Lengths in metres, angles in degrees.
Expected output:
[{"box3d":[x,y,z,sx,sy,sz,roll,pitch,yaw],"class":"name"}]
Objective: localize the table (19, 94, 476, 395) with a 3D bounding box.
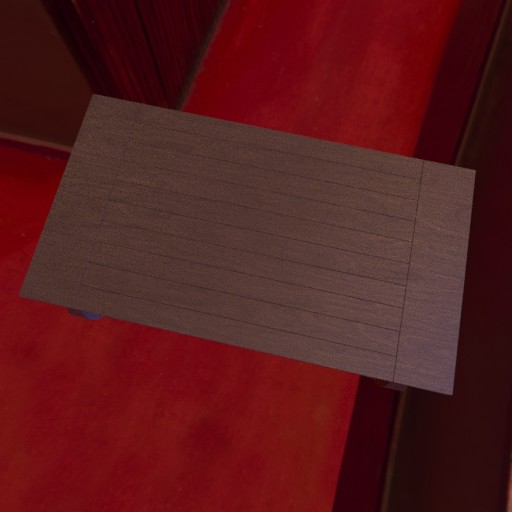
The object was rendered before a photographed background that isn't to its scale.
[{"box3d":[0.000,0.000,1.369,1.062,0.494,0.600,12,75,3],"class":"table"}]
